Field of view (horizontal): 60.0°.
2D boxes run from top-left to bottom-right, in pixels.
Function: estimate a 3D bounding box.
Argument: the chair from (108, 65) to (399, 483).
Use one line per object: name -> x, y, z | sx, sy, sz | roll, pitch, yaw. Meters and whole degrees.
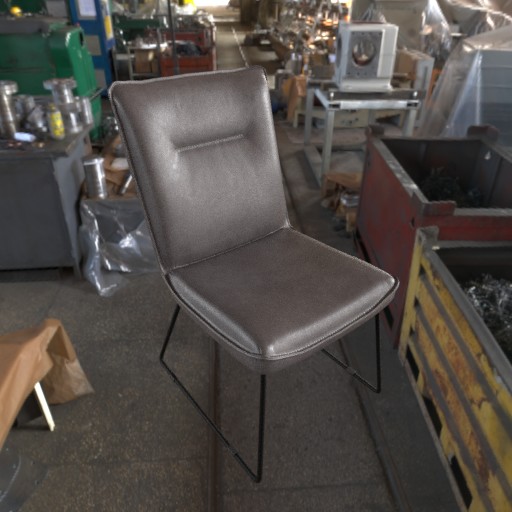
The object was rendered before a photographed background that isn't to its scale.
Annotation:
chair -> 0.000, 0.000, 1.300 | 0.515, 0.932, 0.688 | -22, 38, -31
